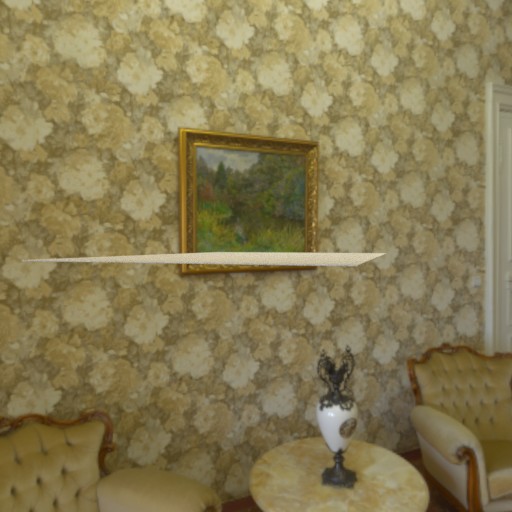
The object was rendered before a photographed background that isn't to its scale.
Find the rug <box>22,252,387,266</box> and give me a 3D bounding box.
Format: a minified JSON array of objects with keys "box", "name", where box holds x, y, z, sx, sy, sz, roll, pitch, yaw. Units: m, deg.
[{"box":[0.000,0.000,3.715,1.981,0.006,2.895,1,2,19],"name":"rug"}]
